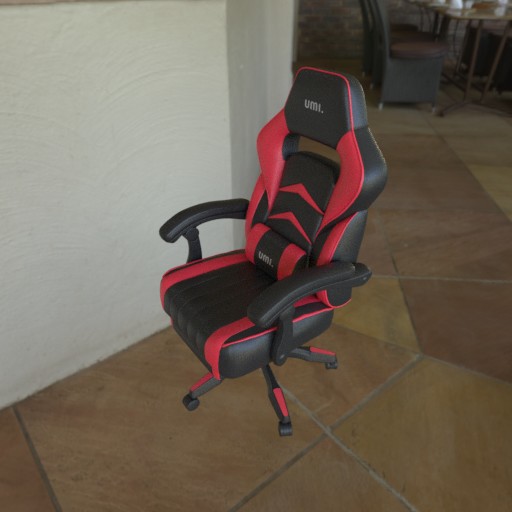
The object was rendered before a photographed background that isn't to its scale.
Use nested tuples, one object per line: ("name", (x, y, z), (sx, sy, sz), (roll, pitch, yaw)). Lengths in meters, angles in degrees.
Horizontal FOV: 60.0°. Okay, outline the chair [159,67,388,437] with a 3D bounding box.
("chair", (0.000, 0.000, 1.629), (0.700, 1.220, 0.700), (-22, 39, -30))
